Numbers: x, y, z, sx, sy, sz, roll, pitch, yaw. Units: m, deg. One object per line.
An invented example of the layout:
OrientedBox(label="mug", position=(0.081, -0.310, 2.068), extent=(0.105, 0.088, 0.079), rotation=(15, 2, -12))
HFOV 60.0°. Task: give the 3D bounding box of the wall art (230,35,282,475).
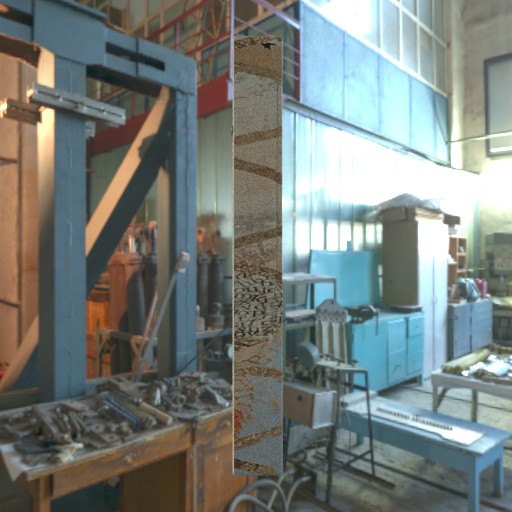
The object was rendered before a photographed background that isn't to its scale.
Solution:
OrientedBox(label="wall art", position=(0.000, 0.000, 0.455), extent=(0.036, 0.304, 0.303), rotation=(0, 0, 0))
